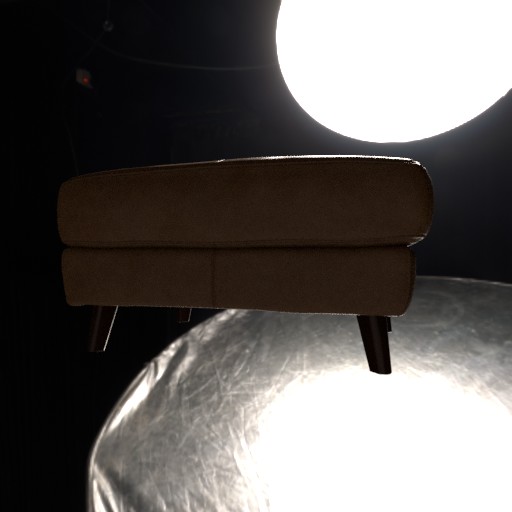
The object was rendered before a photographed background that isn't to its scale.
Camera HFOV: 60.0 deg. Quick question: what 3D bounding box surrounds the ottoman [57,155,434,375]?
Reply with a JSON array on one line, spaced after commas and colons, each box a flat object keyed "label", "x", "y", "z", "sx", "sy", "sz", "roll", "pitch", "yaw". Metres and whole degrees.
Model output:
[{"label": "ottoman", "x": 0.000, "y": 0.000, "z": 1.212, "sx": 0.869, "sy": 0.461, "sz": 0.630, "roll": 0, "pitch": 1, "yaw": 17}]
